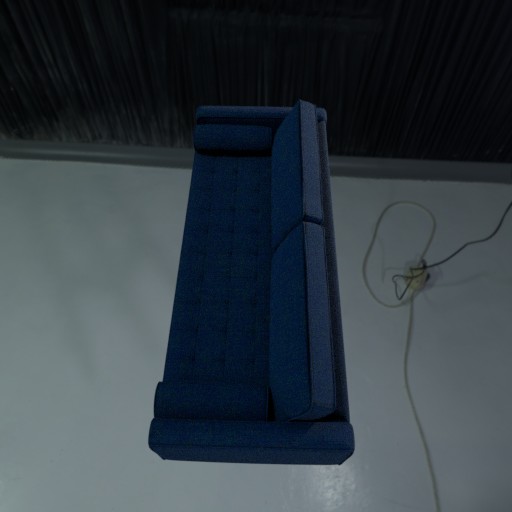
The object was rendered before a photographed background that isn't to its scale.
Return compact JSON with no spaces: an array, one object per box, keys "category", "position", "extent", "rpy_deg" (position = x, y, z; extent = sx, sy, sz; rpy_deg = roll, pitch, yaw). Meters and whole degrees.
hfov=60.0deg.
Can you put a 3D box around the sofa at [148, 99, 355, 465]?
[{"category":"sofa","position":[0.000,0.000,2.631],"extent":[0.914,0.762,2.210],"rpy_deg":[1,58,1]}]
